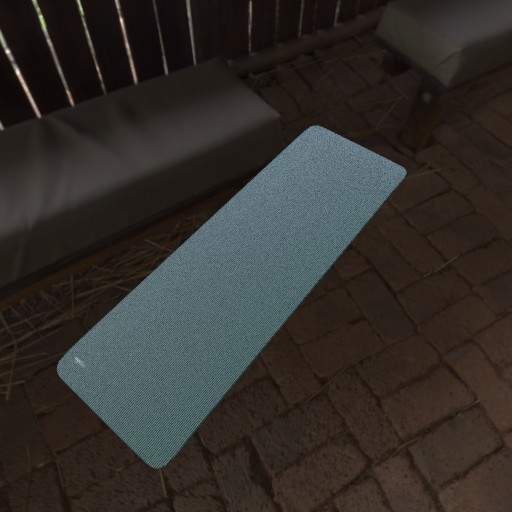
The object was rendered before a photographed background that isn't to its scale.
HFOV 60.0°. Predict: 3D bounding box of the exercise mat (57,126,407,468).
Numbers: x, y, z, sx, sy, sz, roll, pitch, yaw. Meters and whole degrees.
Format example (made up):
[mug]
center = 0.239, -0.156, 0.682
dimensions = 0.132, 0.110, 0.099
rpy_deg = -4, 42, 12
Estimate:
[exercise mat]
center = 0.000, 0.000, 2.064
dimensions = 0.616, 0.021, 1.869
rpy_deg = 34, 63, 20
